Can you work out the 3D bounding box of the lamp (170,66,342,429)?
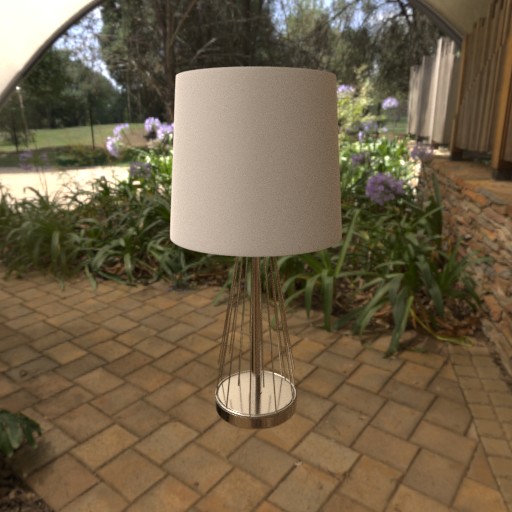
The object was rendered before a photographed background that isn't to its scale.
[{"bbox_3d":[0.000,0.000,0.807,0.303,0.618,0.303,0,16,0],"label":"lamp"}]
